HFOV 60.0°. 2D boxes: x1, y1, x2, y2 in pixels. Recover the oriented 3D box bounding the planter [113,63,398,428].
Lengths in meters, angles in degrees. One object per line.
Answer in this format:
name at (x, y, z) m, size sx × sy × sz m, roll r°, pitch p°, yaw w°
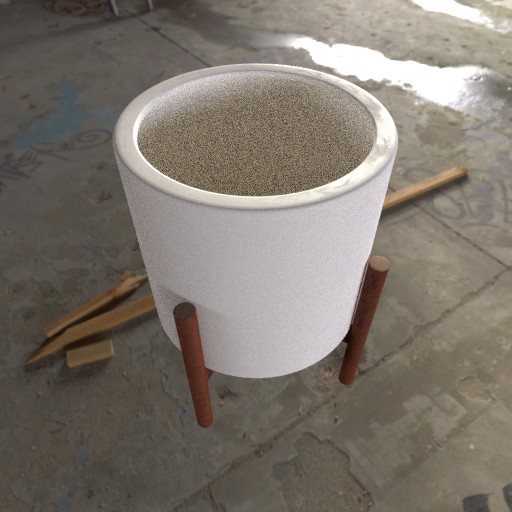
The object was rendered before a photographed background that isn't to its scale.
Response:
planter at (0.000, 0.000, 0.872) m, size 0.421 × 0.581 × 0.420 m, roll -11°, pitch 47°, yaw -10°
